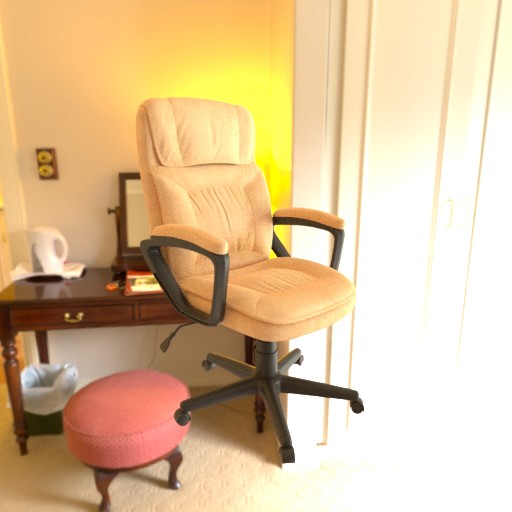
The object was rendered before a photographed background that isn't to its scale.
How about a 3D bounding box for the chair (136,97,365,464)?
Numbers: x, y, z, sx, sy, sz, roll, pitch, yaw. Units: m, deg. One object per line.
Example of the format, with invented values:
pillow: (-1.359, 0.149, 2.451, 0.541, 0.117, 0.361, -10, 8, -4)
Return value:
chair: (0.000, 0.000, 1.571, 0.667, 1.105, 0.724, -13, 19, -43)
